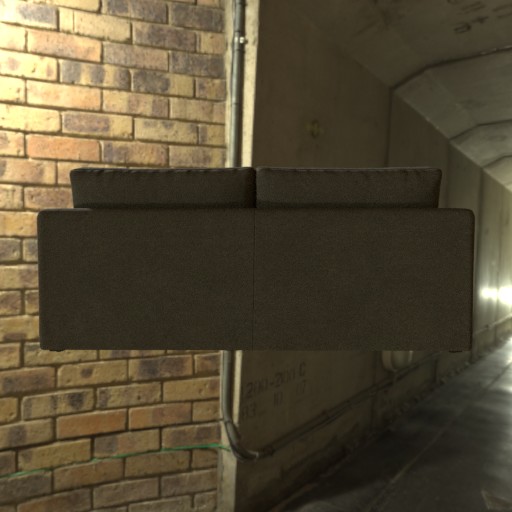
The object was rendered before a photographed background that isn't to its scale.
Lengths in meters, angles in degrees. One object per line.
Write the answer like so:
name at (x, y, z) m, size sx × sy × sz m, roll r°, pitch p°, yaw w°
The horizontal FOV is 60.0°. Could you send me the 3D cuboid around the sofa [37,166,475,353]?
sofa at (0.000, 0.000, 2.450) m, size 1.909 × 0.845 × 1.091 m, roll 0°, pitch 1°, yaw 1°
